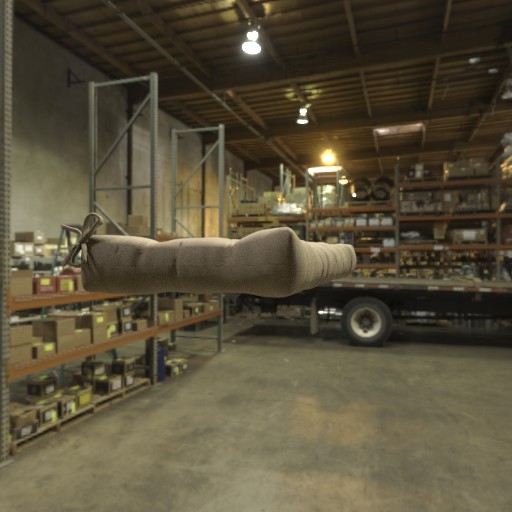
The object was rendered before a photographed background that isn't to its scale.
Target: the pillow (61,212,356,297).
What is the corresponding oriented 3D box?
[{"bbox_3d":[0.000,0.000,1.345,0.511,0.174,1.194,0,0,18],"label":"pillow"}]
